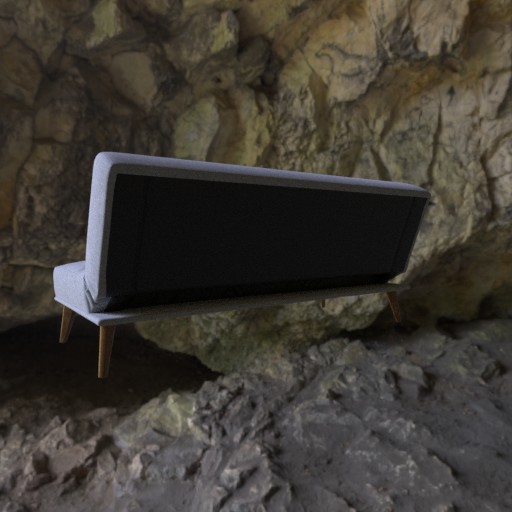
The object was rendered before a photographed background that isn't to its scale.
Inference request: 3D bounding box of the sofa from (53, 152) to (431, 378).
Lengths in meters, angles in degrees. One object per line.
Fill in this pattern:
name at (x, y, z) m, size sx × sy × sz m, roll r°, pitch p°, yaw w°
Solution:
sofa at (0.000, 0.000, 2.293) m, size 1.800 × 0.810 × 0.860 m, roll -2°, pitch 4°, yaw -36°
